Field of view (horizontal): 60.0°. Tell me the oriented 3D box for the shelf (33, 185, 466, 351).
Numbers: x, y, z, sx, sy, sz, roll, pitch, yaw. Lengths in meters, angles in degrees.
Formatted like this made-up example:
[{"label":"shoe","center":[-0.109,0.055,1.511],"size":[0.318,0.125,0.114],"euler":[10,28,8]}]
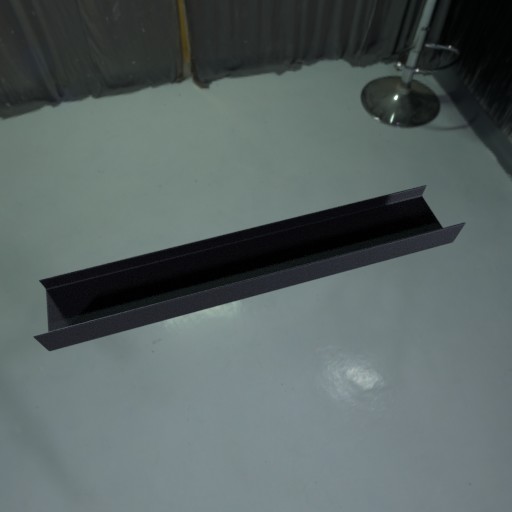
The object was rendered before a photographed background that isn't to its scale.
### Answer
[{"label":"shelf","center":[0.000,0.000,0.642],"size":[0.605,0.053,0.102],"euler":[-14,58,-9]}]
